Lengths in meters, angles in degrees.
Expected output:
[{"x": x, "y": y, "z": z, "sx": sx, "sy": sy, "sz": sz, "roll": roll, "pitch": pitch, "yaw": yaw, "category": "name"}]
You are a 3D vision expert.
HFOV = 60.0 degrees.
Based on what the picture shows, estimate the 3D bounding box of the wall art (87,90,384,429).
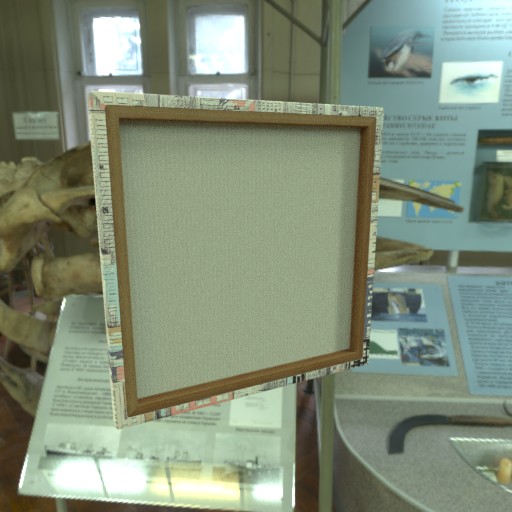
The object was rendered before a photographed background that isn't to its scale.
[{"x": 0.000, "y": 0.000, "z": 1.149, "sx": 0.761, "sy": 0.762, "sz": 0.048, "roll": -6, "pitch": 14, "yaw": -26, "category": "wall art"}]
